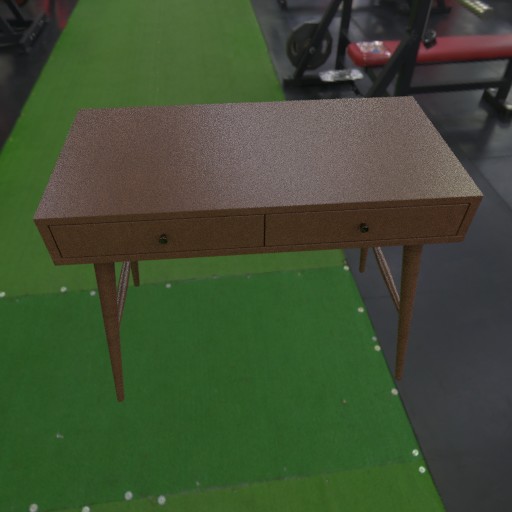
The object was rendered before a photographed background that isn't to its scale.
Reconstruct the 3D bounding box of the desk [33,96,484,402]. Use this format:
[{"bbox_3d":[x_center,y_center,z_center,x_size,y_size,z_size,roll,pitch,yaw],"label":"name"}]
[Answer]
[{"bbox_3d":[0.000,0.000,1.360,0.949,0.758,0.510,-3,45,-3],"label":"desk"}]
